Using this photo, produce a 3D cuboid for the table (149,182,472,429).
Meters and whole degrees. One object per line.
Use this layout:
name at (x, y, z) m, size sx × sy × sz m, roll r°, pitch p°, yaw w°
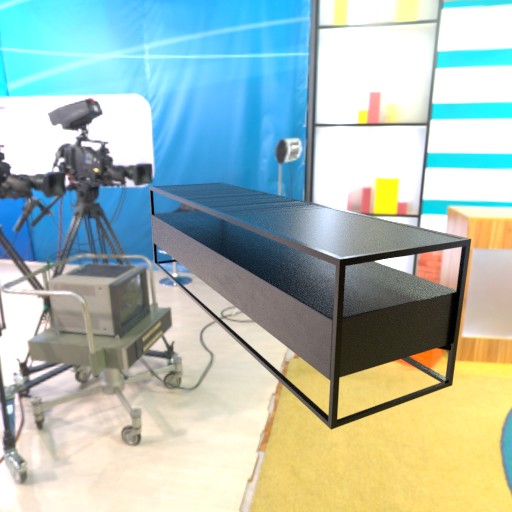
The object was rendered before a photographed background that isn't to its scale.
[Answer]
table at (0.000, 0.000, 1.662) m, size 0.399 × 0.395 × 1.486 m, roll -8°, pitch 17°, yaw -26°
